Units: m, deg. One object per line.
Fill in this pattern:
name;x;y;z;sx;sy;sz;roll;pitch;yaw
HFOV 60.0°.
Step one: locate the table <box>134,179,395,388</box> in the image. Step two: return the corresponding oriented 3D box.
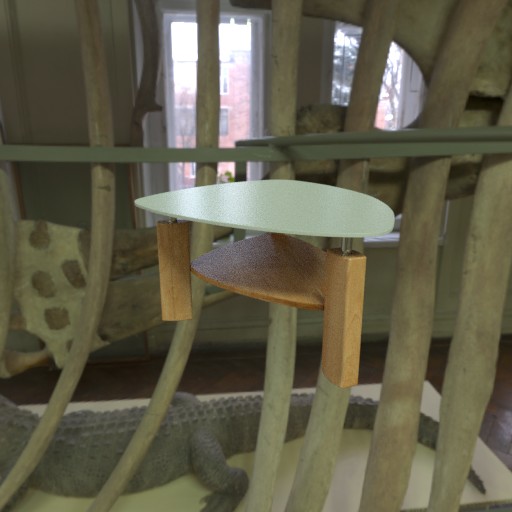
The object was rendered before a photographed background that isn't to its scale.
table;0.000;0.000;1.663;0.850;0.440;1.250;-2;16;-7
